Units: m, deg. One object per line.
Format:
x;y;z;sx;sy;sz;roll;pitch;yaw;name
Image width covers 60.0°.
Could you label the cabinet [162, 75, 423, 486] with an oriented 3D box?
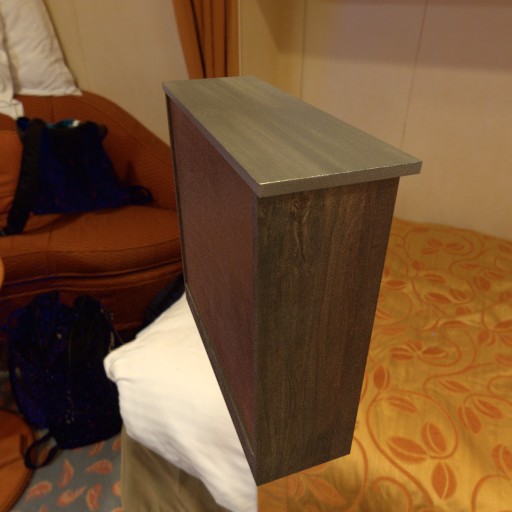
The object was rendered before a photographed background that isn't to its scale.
0.000;0.000;1.425;0.338;0.919;0.968;-11;33;-17;cabinet
